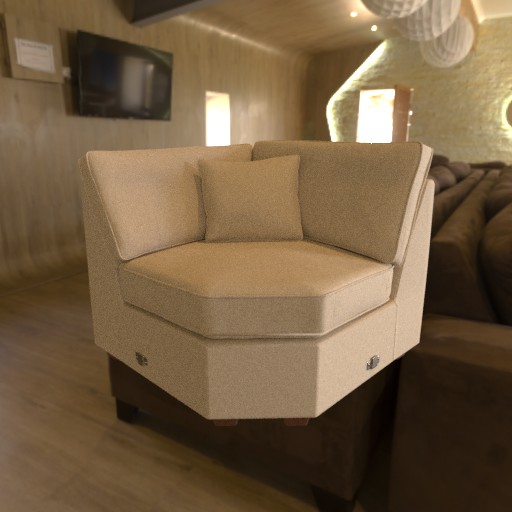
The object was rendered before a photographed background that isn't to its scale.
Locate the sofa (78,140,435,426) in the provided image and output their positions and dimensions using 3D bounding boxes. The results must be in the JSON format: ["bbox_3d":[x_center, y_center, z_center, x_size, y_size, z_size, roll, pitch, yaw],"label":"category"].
[{"bbox_3d":[0.000,0.000,1.845,1.050,0.937,1.042,-14,20,-43],"label":"sofa"}]
